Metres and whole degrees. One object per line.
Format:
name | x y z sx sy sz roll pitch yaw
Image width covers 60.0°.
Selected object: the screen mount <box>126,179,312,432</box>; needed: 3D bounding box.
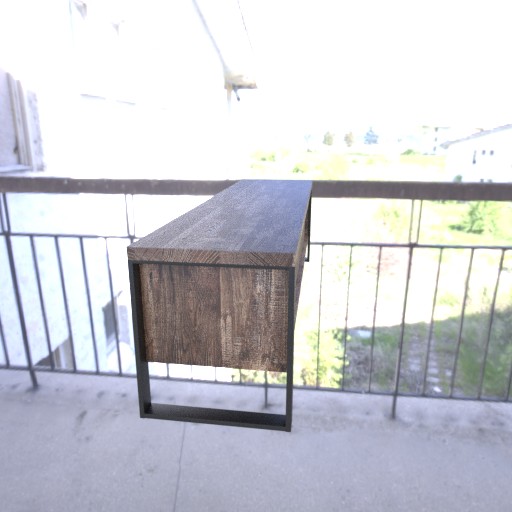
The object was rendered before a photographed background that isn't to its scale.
screen mount | 0.000 0.000 1.767 0.395 0.450 1.524 2 16 8
